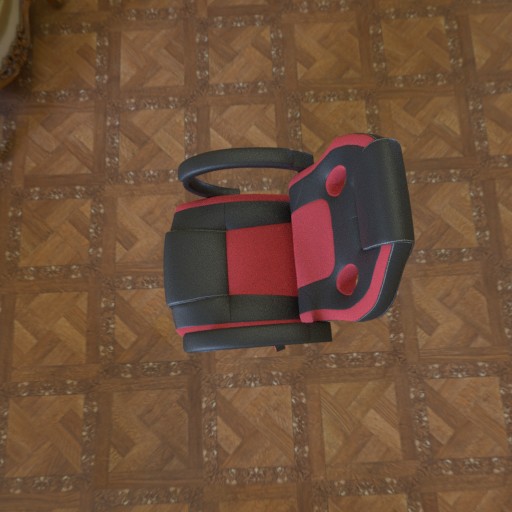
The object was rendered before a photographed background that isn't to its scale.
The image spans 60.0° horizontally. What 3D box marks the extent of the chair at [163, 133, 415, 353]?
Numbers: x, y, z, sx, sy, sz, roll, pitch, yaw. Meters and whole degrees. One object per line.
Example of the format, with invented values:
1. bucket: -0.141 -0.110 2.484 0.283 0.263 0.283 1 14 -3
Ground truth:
1. chair: 0.000 0.000 1.584 0.724 1.187 0.673 -4 77 -1
